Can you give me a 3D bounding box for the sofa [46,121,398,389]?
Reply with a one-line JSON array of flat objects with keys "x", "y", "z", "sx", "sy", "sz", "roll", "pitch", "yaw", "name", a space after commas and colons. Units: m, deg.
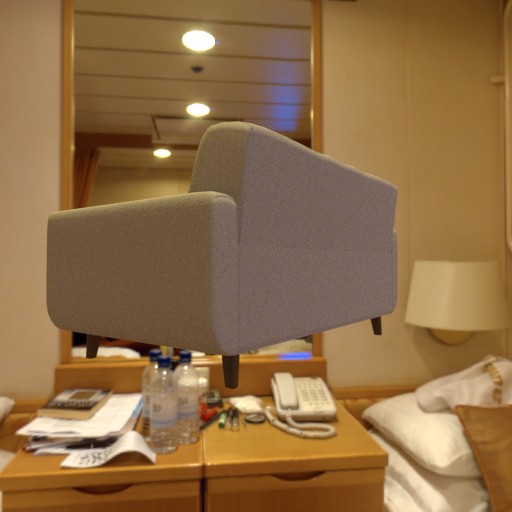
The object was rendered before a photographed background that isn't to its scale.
[{"x": 0.000, "y": 0.000, "z": 2.218, "sx": 0.980, "sy": 0.892, "sz": 1.655, "roll": -1, "pitch": -1, "yaw": 36, "name": "sofa"}]
